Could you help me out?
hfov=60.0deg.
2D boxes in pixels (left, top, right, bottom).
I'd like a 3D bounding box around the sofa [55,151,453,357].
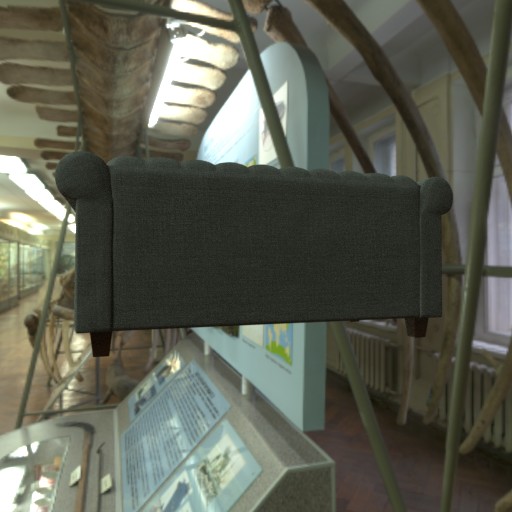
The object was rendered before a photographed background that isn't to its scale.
[{"bbox_3d":[0.000,0.000,2.261,1.798,0.797,0.783,0,-1,-18],"label":"sofa"}]
